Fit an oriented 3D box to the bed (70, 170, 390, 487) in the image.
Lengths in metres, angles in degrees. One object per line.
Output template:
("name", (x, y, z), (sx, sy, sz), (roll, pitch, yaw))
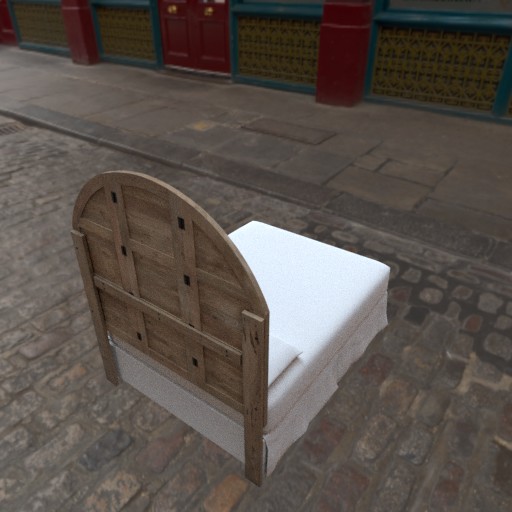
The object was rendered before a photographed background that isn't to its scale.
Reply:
("bed", (0.000, 0.000, 3.563), (1.713, 2.002, 2.112), (21, 37, 30))
